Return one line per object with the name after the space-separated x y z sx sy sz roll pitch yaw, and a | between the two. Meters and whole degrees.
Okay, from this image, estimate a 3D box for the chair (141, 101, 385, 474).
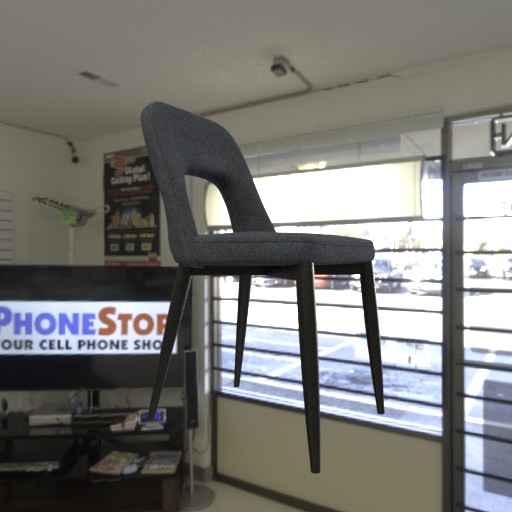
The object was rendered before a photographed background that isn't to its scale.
0.000 0.000 1.277 0.612 0.931 0.470 0 1 35 | chair
